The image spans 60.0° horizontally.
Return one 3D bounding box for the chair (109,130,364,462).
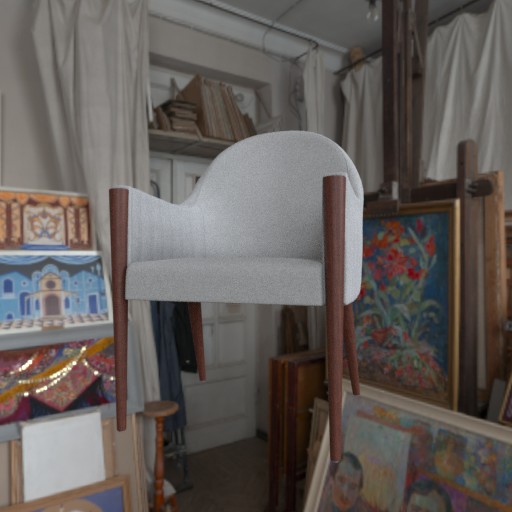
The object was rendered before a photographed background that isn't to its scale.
[{"bbox_3d":[0.000,0.000,1.300,0.610,0.889,0.620,0,-1,18],"label":"chair"}]
